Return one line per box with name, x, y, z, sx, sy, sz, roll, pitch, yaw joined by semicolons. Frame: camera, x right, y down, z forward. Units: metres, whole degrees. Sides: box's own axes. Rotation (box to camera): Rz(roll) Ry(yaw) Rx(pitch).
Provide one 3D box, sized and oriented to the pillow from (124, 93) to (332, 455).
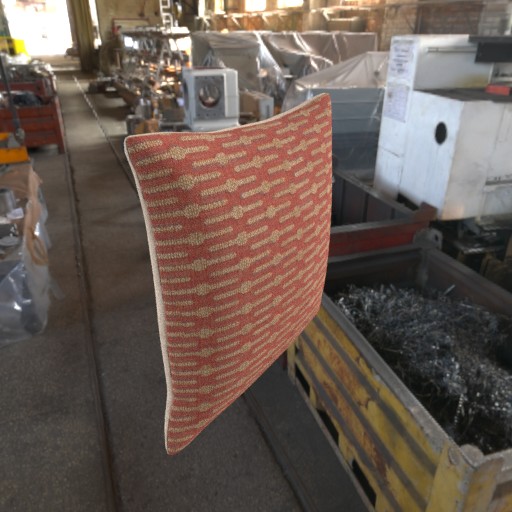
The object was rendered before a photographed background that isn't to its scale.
pillow;0.000;0.000;0.786;0.182;0.503;0.511;17;32;30
